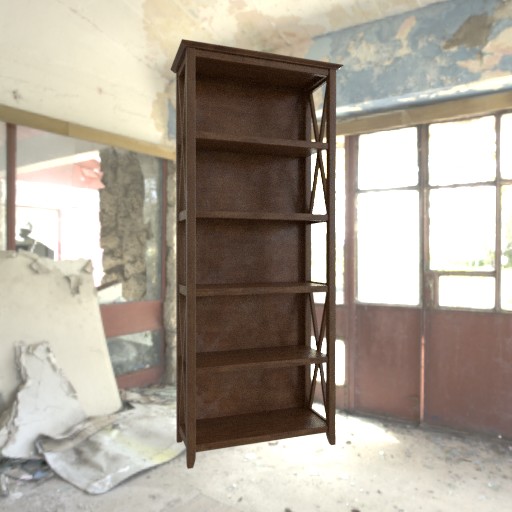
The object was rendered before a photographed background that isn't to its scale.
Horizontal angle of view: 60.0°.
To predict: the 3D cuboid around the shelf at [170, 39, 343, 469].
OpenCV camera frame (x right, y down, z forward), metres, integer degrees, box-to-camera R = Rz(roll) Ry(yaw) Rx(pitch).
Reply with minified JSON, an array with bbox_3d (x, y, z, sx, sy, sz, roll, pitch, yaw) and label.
[{"bbox_3d":[0.000,0.000,2.239,0.805,1.905,0.335,0,1,-19],"label":"shelf"}]
